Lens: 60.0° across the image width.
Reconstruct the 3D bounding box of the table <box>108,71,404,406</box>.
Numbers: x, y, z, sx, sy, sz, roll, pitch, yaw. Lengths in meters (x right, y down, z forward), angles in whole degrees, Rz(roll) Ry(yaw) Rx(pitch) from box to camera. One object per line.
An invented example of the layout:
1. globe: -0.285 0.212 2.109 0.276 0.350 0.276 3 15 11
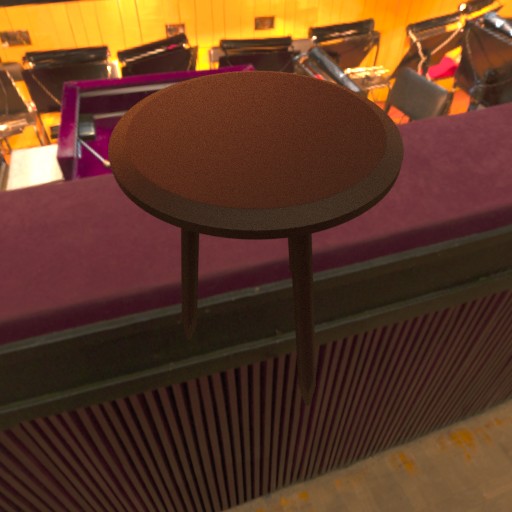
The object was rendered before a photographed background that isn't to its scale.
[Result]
1. table: 0.000 0.000 0.907 0.457 0.585 0.457 0 46 0
